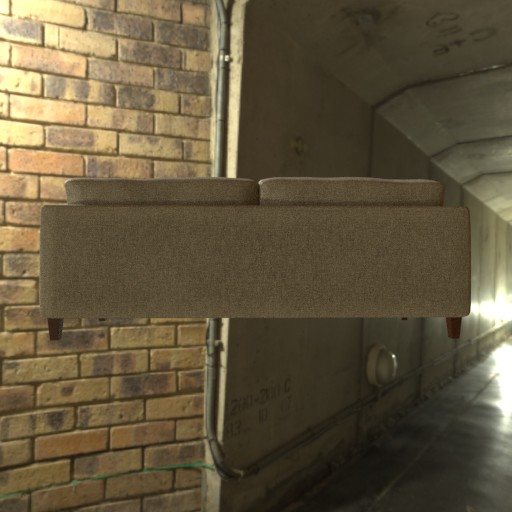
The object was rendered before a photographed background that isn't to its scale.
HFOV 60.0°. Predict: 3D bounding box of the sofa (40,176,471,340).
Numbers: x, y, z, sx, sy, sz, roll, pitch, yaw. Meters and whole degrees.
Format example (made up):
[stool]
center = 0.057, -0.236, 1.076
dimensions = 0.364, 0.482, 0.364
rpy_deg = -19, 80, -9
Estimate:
[sofa]
center = 0.000, 0.000, 2.926
dimensions = 2.434, 0.951, 0.948
rpy_deg = 0, -1, -1
